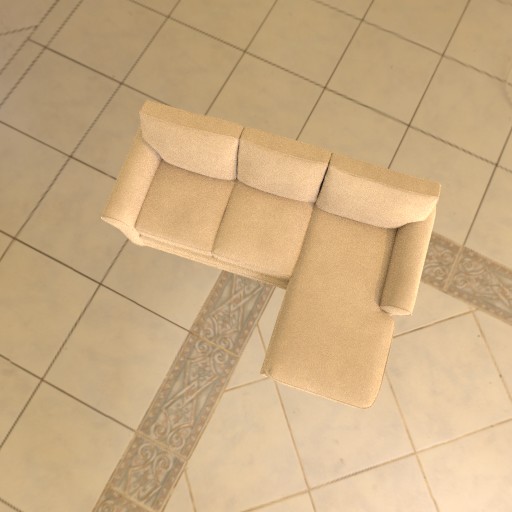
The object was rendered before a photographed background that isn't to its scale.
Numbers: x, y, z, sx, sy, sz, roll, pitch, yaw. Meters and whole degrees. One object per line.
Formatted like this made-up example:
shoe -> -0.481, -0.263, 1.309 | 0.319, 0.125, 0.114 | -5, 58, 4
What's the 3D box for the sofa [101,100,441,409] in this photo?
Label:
sofa -> 0.000, 0.000, 2.477 | 1.770, 0.734, 1.226 | 17, 76, 4
